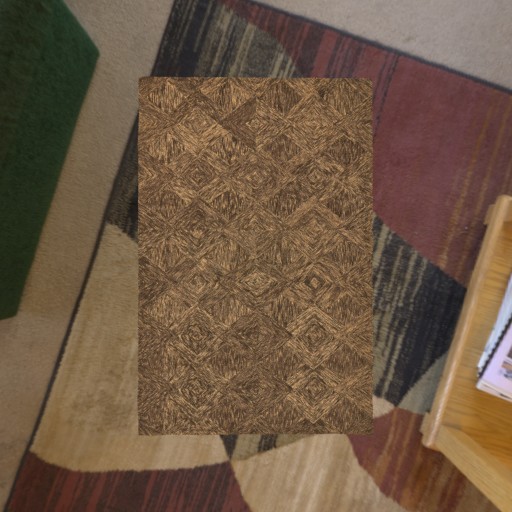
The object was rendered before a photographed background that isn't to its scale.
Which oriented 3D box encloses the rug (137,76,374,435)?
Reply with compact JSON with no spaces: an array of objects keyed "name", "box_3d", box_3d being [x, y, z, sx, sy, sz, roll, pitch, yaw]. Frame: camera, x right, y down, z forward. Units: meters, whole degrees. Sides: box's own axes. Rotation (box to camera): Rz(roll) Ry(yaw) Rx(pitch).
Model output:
[{"name":"rug","box_3d":[0.000,0.000,2.235,1.189,0.011,1.808,0,90,-1]}]
